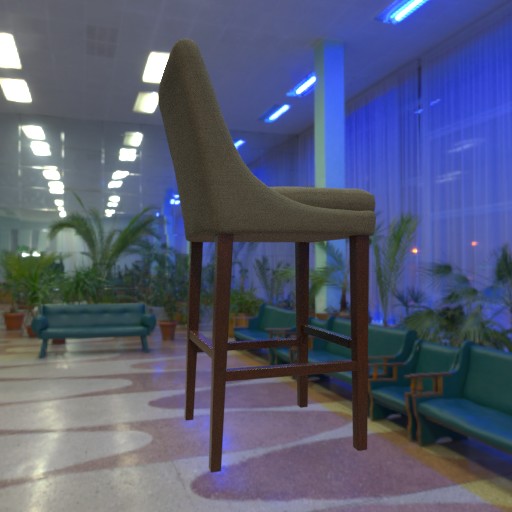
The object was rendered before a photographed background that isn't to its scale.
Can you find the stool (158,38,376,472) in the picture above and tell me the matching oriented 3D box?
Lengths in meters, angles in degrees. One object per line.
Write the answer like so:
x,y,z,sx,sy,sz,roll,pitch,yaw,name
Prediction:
0.000,0.000,1.355,0.577,1.078,0.470,0,-1,-18,stool
